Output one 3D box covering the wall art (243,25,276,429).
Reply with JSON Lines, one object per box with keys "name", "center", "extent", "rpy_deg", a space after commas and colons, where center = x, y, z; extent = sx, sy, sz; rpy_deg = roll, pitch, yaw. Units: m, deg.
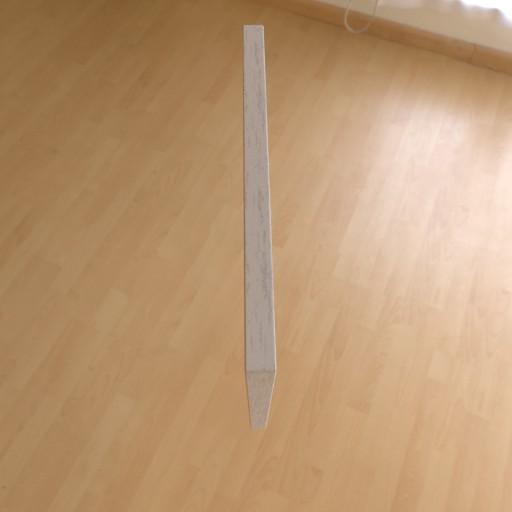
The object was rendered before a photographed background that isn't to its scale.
{"name": "wall art", "center": [0.000, 0.000, 1.939], "extent": [0.078, 1.288, 1.287], "rpy_deg": [-1, 63, 0]}
